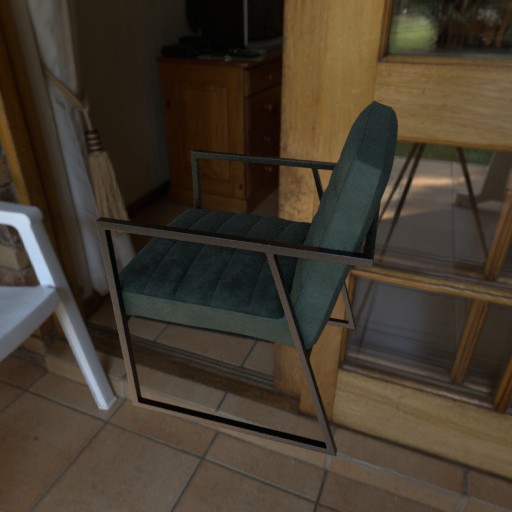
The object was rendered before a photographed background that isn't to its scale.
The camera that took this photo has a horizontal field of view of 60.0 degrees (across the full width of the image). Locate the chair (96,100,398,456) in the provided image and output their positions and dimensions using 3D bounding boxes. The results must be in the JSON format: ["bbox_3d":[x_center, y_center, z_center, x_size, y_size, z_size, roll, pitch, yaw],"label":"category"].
[{"bbox_3d":[0.000,0.000,1.294,0.677,0.833,0.571,9,32,14],"label":"chair"}]
